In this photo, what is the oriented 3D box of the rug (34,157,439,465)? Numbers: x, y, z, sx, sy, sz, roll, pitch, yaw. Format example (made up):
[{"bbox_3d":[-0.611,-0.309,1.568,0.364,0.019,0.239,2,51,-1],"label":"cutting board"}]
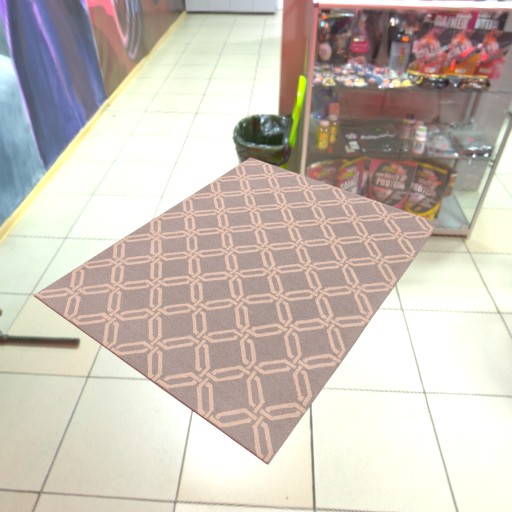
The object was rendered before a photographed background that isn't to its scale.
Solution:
[{"bbox_3d":[0.000,0.000,3.917,2.288,0.018,2.895,25,46,27],"label":"rug"}]
